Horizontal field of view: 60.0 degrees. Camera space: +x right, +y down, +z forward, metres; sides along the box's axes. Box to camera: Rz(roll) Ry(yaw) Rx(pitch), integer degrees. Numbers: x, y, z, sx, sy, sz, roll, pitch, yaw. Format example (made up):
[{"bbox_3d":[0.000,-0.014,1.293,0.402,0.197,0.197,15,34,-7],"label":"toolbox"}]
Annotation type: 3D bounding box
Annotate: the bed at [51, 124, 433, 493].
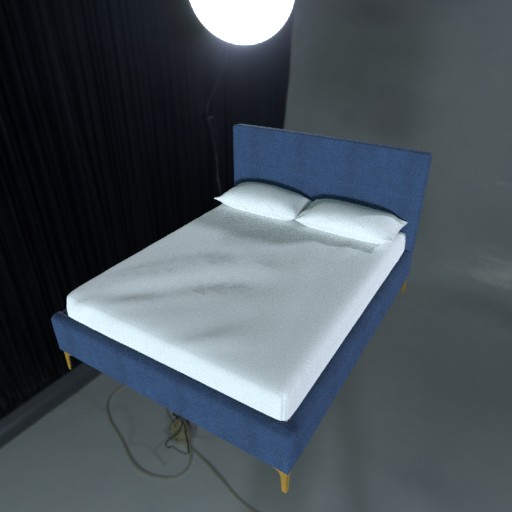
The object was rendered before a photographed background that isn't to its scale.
[{"bbox_3d":[0.000,0.000,3.110,1.723,1.231,2.172,17,34,27],"label":"bed"}]
